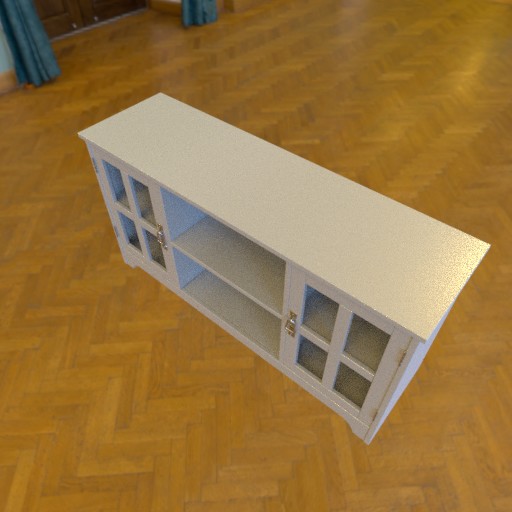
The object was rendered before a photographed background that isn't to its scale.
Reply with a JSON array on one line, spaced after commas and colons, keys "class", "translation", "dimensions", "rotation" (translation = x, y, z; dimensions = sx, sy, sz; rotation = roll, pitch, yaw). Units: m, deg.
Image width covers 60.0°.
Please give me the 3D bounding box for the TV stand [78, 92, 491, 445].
[{"class": "TV stand", "translation": [0.000, 0.000, 1.437], "dimensions": [1.167, 0.603, 0.344], "rotation": [32, 55, 26]}]
